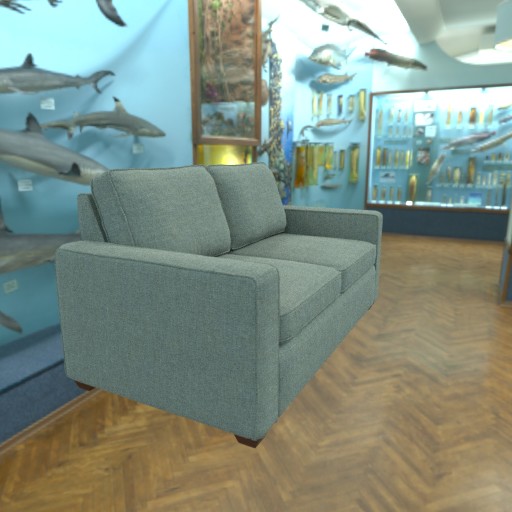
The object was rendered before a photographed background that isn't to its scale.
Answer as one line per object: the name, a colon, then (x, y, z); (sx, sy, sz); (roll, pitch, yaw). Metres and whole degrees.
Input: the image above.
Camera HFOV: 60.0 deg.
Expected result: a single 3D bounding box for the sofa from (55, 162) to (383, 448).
sofa: (0.000, 0.000, 2.277); (0.945, 0.915, 1.706); (7, 15, 27)
